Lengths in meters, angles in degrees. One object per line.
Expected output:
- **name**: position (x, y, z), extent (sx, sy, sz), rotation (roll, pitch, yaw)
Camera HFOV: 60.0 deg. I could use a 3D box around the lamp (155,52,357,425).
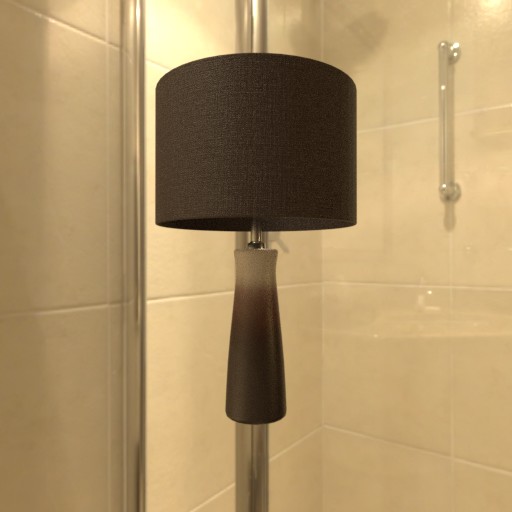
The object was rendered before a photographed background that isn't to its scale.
- **lamp**: position (0.000, 0.000, 0.682), extent (0.303, 0.488, 0.303), rotation (0, 0, 0)
